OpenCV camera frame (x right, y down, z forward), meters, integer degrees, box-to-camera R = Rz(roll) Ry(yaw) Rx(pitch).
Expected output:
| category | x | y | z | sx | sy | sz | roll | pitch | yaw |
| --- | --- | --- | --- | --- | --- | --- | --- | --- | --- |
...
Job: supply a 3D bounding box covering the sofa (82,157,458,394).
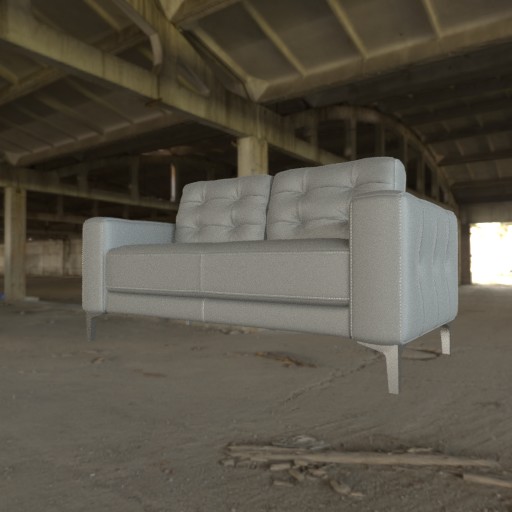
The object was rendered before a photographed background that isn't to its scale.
| category | x | y | z | sx | sy | sz | roll | pitch | yaw |
| --- | --- | --- | --- | --- | --- | --- | --- | --- | --- |
| sofa | 0.000 | 0.000 | 2.193 | 1.726 | 0.893 | 0.833 | -1 | -1 | 35 |
